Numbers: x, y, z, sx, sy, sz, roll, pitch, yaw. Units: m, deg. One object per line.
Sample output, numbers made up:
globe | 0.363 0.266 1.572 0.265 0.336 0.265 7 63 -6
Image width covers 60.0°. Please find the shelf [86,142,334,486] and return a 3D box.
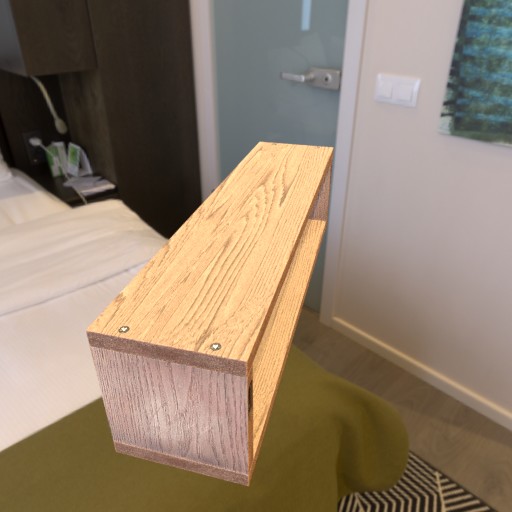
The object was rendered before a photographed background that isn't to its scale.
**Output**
shelf | 0.000 0.000 0.675 0.150 0.170 0.610 8 31 13
